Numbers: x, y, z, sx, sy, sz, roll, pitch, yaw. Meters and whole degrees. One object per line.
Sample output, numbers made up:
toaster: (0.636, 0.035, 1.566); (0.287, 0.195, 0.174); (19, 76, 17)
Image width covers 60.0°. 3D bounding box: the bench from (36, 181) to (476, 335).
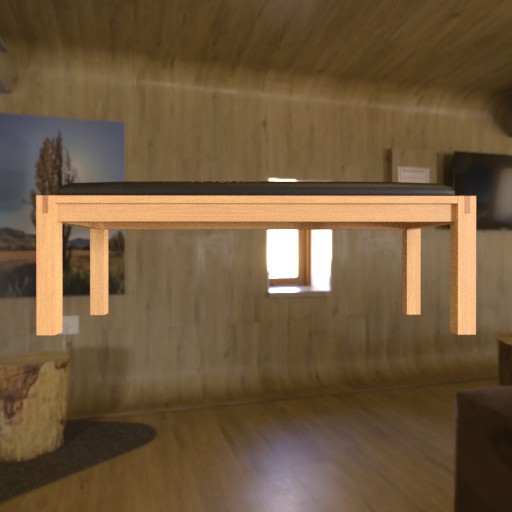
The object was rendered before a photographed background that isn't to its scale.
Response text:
bench: (0.000, 0.000, 1.434); (1.202, 0.430, 0.450); (0, 0, -1)
